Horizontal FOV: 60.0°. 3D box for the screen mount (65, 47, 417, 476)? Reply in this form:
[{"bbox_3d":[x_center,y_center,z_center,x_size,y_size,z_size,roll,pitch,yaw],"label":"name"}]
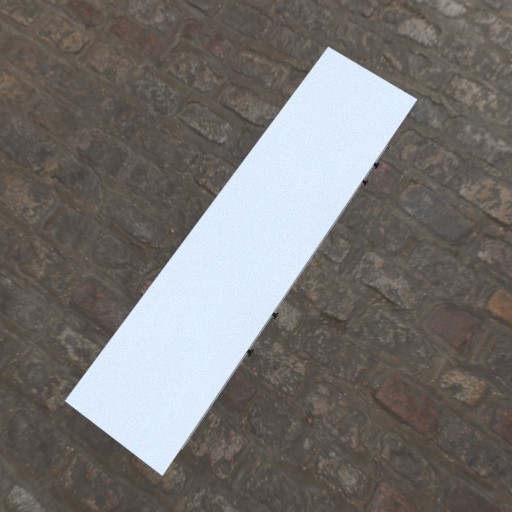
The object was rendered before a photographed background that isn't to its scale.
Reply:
[{"bbox_3d":[0.000,0.000,1.818,0.418,0.520,1.600,34,80,7],"label":"screen mount"}]
